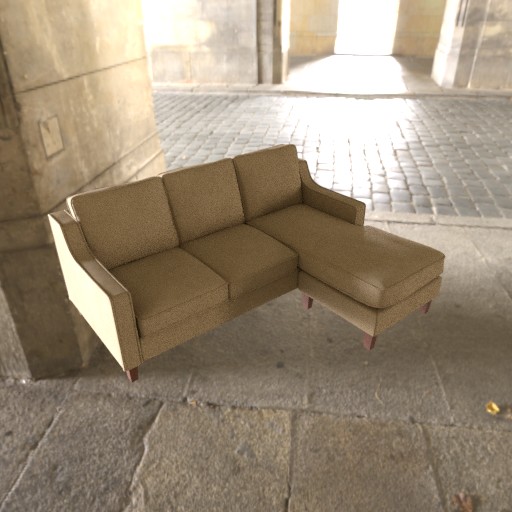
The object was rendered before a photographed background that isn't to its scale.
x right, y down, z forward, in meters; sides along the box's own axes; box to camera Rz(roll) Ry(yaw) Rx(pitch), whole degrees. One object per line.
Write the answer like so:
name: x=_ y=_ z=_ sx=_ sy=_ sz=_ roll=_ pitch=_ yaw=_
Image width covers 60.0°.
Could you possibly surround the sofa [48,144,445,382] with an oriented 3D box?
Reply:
sofa: x=0.000 y=0.000 z=3.314 sx=2.317 sy=1.066 sz=1.858 roll=-22 pitch=36 yaw=-33
